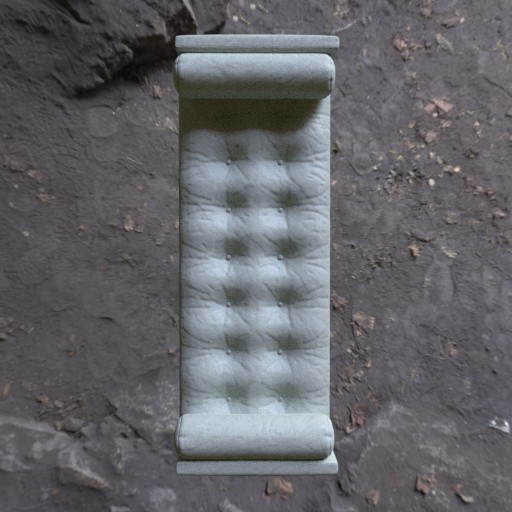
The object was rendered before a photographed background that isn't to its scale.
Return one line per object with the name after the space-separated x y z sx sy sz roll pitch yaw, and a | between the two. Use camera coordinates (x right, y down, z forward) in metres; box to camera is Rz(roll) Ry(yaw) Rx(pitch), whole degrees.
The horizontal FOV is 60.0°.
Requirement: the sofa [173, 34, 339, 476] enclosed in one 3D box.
0.000 0.000 2.382 0.796 0.705 2.102 0 91 0 | sofa
